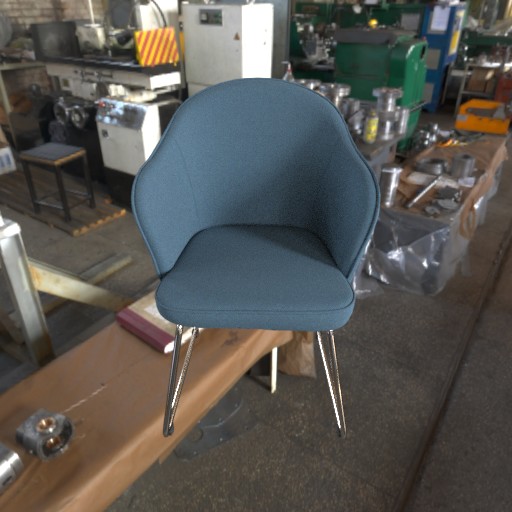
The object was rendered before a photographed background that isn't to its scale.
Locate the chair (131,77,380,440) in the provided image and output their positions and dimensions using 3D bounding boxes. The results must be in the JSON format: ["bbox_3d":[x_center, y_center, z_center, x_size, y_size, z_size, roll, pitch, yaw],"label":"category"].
[{"bbox_3d":[0.000,0.000,1.190,0.570,0.815,0.585,0,30,1],"label":"chair"}]
